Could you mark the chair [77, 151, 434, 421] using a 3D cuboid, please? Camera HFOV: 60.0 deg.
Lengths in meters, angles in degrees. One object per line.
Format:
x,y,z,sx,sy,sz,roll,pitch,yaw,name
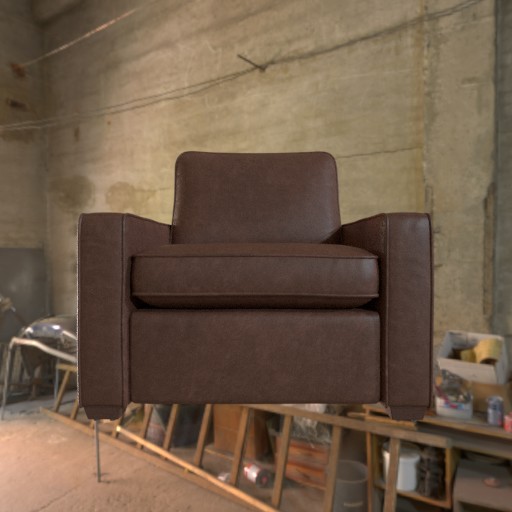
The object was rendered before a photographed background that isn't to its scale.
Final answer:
0.000,0.000,1.670,1.017,0.919,0.940,0,1,0,chair
